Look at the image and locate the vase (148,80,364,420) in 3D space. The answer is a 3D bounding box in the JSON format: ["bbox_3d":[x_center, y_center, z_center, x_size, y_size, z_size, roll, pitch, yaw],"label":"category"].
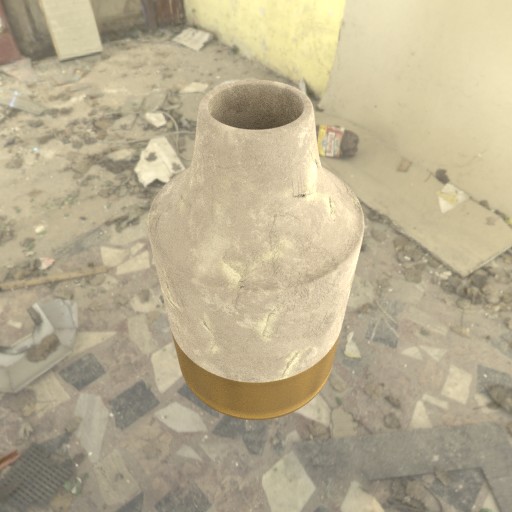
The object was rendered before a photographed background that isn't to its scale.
[{"bbox_3d":[0.000,0.000,0.418,0.184,0.305,0.184,0,46,0],"label":"vase"}]
